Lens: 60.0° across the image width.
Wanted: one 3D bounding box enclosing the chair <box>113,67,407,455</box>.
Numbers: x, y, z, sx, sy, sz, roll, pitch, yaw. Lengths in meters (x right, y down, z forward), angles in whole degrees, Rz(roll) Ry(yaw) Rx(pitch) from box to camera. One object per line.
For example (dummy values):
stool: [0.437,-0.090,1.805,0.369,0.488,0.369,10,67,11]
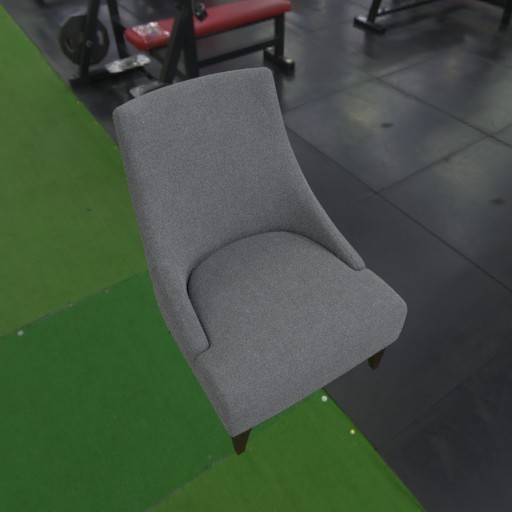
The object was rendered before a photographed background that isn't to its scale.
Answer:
chair: [0.000,0.000,1.507,0.701,0.909,0.861,-24,52,-21]
